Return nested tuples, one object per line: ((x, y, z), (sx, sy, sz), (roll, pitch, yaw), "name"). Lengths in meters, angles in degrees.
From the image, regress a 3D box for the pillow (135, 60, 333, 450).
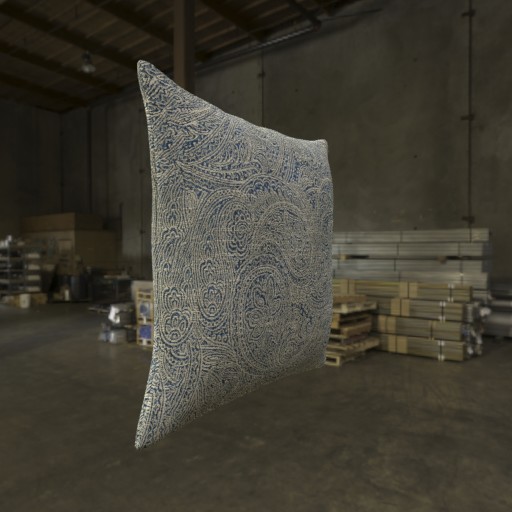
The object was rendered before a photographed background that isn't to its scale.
((0.000, 0.000, 0.786), (0.166, 0.510, 0.523), (0, 1, 36), "pillow")
